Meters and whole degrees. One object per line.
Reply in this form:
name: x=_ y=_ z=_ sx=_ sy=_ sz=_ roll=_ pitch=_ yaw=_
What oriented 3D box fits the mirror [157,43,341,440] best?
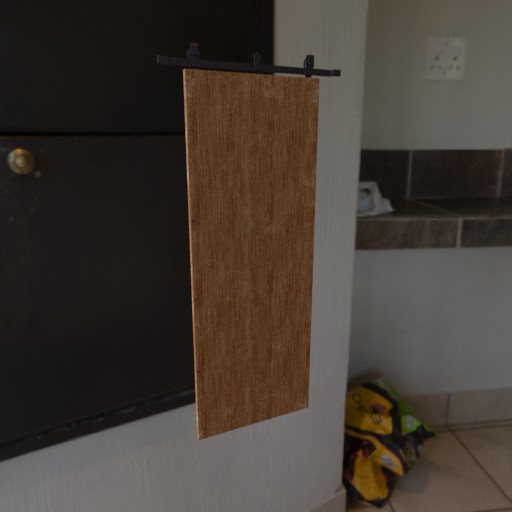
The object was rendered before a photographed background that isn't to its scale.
mirror: x=0.000 y=0.000 z=2.088 sx=0.847 sy=1.793 sz=0.042 roll=-7 pitch=16 yaw=-25
